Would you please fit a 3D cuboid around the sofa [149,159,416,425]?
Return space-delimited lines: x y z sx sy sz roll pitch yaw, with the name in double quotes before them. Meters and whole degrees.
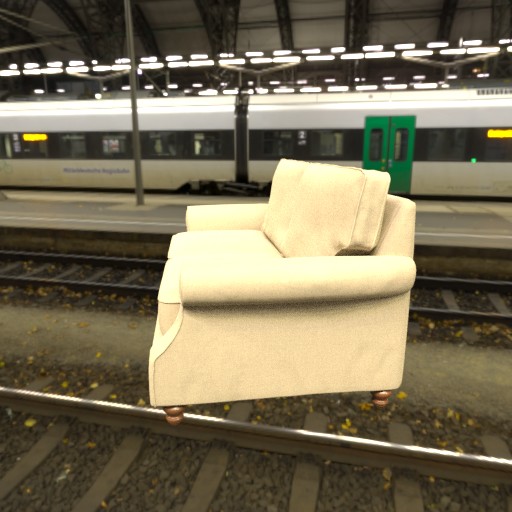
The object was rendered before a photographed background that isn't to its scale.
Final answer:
"sofa" 0.000 0.000 2.261 0.964 0.937 1.665 -2 14 -8
